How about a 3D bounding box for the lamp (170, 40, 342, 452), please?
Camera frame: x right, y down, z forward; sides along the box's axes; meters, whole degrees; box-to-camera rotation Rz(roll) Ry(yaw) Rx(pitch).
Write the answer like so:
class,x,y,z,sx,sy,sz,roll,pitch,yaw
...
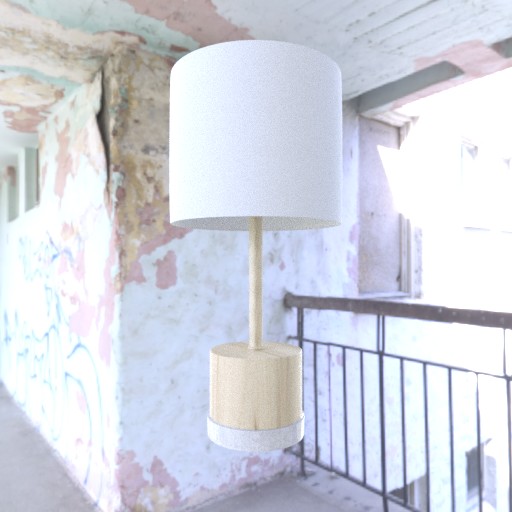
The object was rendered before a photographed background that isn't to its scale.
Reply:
class,x,y,z,sx,sy,sz,roll,pitch,yaw
lamp,0.000,0.000,0.595,0.229,0.470,0.229,1,-1,-36
